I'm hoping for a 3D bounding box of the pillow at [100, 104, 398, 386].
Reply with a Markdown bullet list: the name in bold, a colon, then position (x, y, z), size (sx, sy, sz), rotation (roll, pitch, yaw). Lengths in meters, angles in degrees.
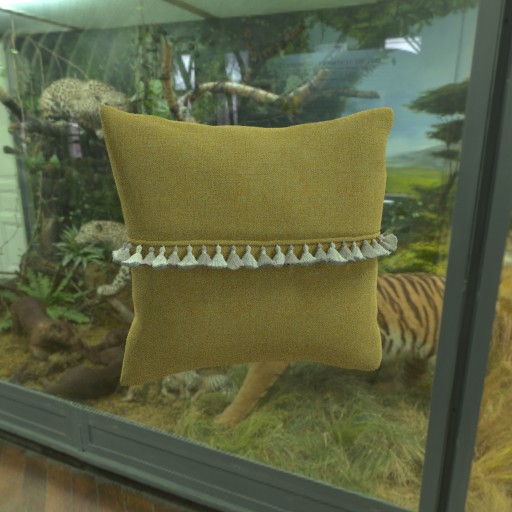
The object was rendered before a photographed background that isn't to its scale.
- **pillow**: position (0.000, 0.000, 0.745), size (0.485, 0.481, 0.167), rotation (-2, 15, -7)
